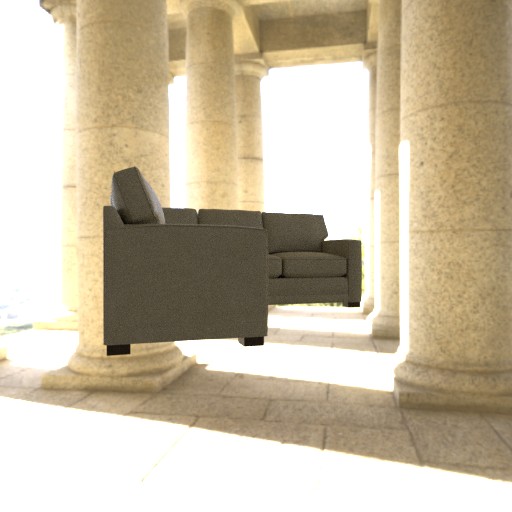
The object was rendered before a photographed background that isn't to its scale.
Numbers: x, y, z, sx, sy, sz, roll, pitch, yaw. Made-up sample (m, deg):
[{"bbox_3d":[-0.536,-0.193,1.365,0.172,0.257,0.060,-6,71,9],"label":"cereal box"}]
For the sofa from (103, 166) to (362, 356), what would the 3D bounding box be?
[{"bbox_3d":[0.000,0.000,3.435,2.211,0.936,2.188,0,0,-18],"label":"sofa"}]
